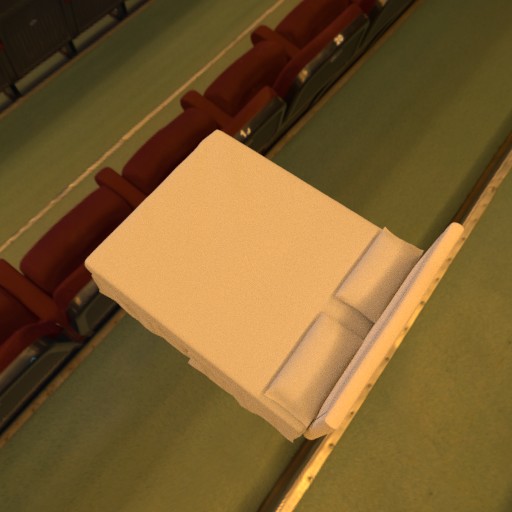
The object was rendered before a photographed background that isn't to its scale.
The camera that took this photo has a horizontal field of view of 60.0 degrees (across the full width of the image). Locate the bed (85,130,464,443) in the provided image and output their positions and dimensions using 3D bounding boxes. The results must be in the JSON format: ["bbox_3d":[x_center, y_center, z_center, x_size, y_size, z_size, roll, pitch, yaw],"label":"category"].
[{"bbox_3d":[0.000,0.000,3.763,2.477,1.437,1.977,35,70,15],"label":"bed"}]
